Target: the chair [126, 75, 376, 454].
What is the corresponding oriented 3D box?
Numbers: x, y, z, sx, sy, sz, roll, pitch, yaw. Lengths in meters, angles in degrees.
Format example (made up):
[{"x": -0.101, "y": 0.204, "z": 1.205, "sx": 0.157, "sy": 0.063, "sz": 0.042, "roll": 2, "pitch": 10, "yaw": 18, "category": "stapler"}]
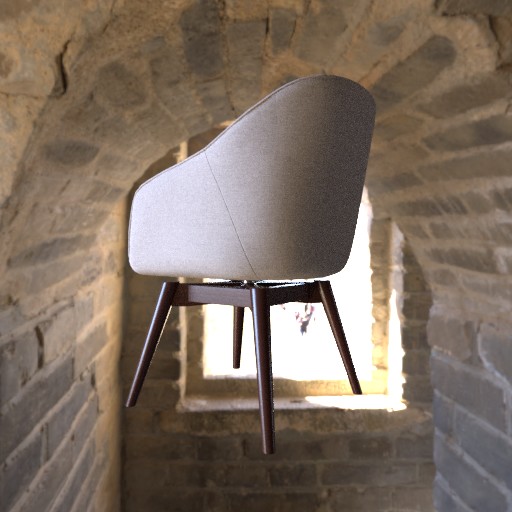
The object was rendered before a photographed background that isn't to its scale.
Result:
[{"x": 0.000, "y": 0.000, "z": 1.248, "sx": 0.635, "sy": 0.823, "sz": 0.596, "roll": 1, "pitch": 2, "yaw": 36, "category": "chair"}]
